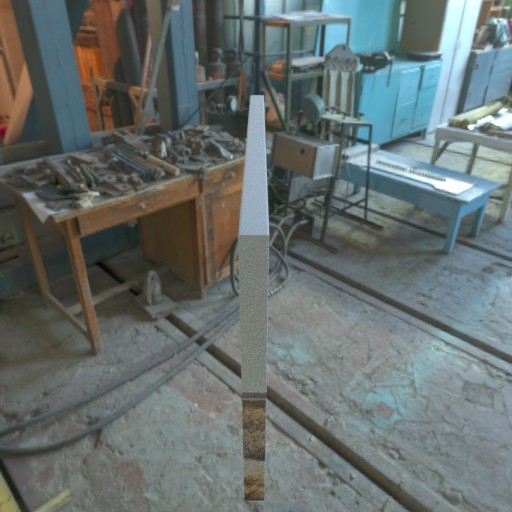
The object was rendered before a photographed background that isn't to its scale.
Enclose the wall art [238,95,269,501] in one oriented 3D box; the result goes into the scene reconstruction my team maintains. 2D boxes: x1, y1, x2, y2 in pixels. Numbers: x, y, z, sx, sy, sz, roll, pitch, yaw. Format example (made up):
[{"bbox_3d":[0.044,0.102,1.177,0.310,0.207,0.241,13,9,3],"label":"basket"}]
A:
[{"bbox_3d":[0.000,0.000,1.414,0.051,0.761,1.138,0,31,0],"label":"wall art"}]
